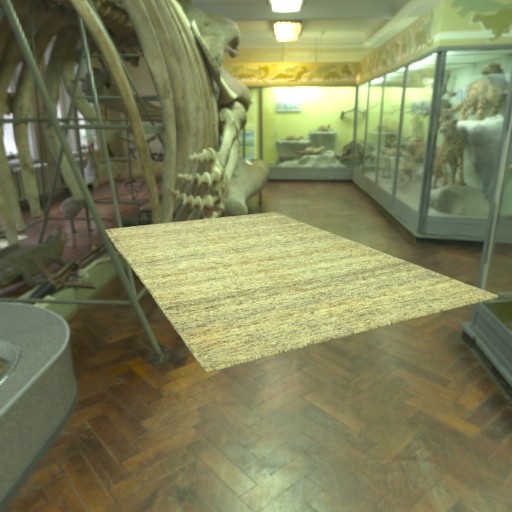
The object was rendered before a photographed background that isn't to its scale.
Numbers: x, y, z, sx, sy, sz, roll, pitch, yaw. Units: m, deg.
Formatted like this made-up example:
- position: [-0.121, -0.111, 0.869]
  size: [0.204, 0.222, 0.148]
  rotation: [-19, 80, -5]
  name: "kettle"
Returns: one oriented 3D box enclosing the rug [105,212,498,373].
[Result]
- position: [0.000, 0.000, 2.286]
  size: [1.243, 0.014, 1.846]
  rotation: [-8, 19, -25]
  name: "rug"
